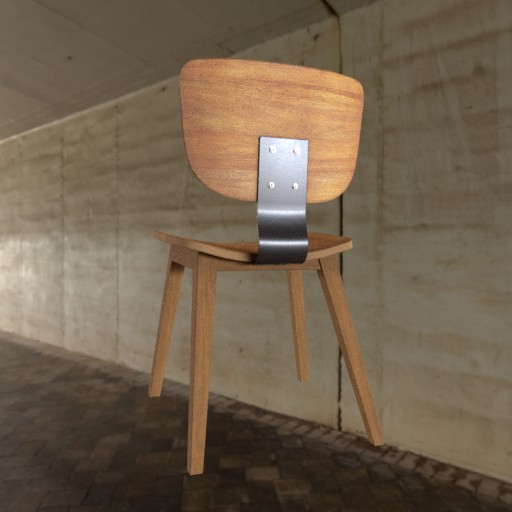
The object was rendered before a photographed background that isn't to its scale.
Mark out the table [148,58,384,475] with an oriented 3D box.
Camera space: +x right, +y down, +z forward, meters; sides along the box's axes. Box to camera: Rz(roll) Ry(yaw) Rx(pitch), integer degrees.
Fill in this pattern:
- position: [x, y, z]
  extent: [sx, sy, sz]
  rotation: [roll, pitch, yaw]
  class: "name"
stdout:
- position: [0.000, 0.000, 1.120]
  extent: [0.499, 0.805, 0.500]
  rotation: [0, 1, -18]
  class: "table"
